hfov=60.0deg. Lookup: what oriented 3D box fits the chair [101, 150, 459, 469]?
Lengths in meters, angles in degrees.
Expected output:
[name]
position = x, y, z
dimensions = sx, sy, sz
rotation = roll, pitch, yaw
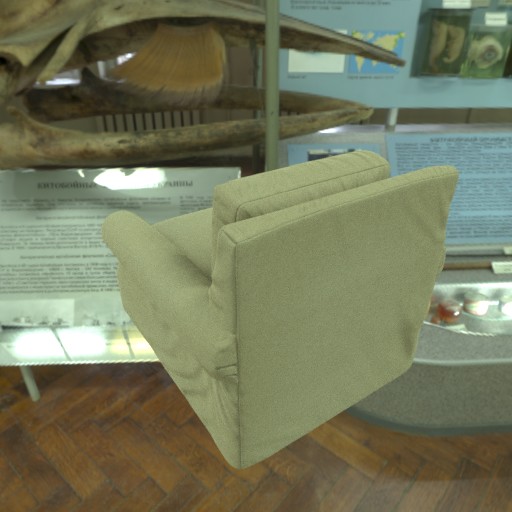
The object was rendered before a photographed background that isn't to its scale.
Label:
[chair]
position = 0.000, 0.000, 1.696
dimensions = 0.940, 0.866, 1.066
rotation = -19, 35, -29
